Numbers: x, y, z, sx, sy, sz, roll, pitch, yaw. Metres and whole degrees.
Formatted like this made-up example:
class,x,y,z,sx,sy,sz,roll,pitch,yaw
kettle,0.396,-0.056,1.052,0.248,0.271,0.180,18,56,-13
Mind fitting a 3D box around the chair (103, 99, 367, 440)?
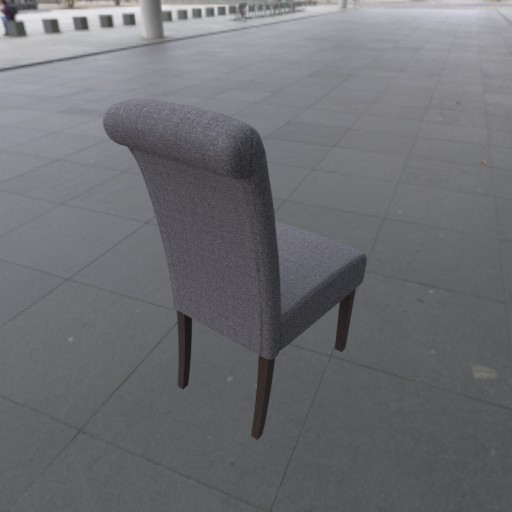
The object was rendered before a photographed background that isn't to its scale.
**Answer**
class,x,y,z,sx,sy,sz,roll,pitch,yaw
chair,0.000,0.000,1.380,0.456,1.006,0.671,22,37,32
